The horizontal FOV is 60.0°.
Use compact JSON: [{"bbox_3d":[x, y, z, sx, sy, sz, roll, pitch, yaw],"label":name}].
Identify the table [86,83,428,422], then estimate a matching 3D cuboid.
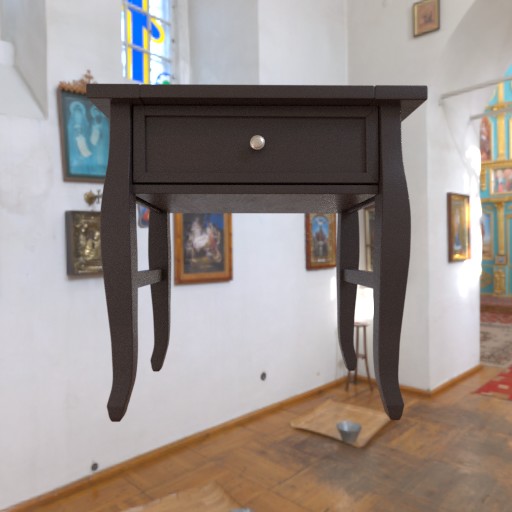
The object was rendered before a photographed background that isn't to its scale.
[{"bbox_3d":[0.000,0.000,1.009,0.602,0.605,0.460,0,0,-1],"label":"table"}]
